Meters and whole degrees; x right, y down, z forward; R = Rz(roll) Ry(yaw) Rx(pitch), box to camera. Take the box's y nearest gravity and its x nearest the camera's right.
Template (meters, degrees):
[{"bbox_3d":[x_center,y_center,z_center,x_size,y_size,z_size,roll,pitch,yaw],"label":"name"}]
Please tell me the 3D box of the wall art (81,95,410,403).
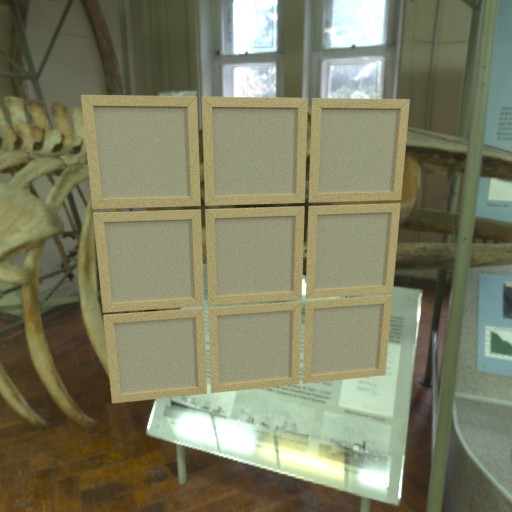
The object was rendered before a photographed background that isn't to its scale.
[{"bbox_3d":[0.000,0.000,2.232,1.519,1.507,0.014,-3,16,-10],"label":"wall art"}]
